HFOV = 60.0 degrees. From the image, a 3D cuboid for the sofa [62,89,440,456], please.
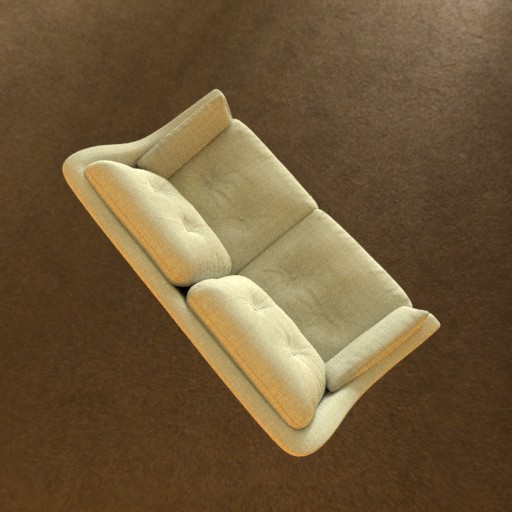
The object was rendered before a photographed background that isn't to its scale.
[{"bbox_3d":[0.000,0.000,2.223,0.965,0.888,1.652,-39,79,-10],"label":"sofa"}]
